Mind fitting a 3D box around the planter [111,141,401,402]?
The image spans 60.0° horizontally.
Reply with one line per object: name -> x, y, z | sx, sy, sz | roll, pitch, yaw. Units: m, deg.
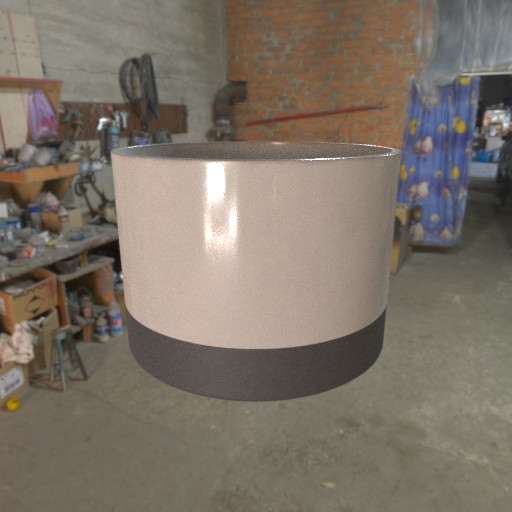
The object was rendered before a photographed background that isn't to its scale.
planter -> 0.000, 0.000, 0.221 | 0.128, 0.105, 0.128 | 0, 17, 0
